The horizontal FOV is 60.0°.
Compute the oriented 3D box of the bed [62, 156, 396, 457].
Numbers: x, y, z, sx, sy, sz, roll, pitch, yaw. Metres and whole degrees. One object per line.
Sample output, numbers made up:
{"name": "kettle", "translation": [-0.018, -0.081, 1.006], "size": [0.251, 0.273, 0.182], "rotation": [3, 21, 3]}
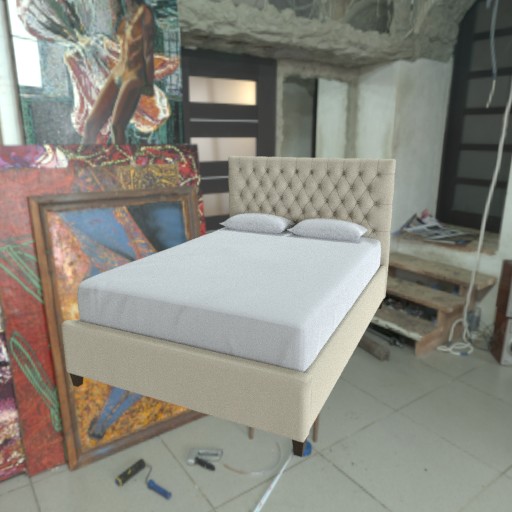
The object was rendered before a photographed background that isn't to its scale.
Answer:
{"name": "bed", "translation": [0.000, 0.000, 3.476], "size": [1.698, 1.427, 2.387], "rotation": [7, 16, 24]}
